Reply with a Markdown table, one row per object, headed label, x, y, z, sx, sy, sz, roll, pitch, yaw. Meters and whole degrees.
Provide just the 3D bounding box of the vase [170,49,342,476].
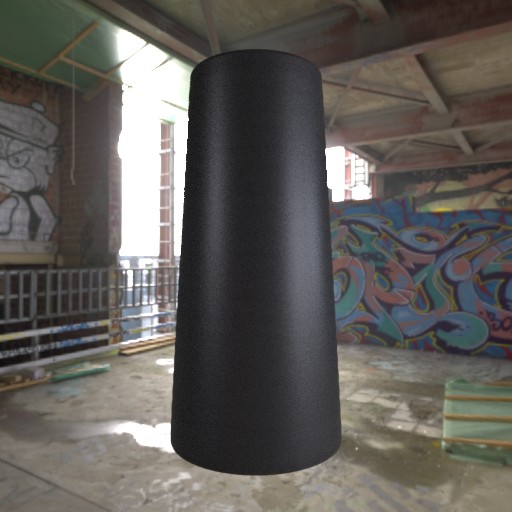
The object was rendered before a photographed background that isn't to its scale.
| label | x | y | z | sx | sy | sz | roll | pitch | yaw |
| --- | --- | --- | --- | --- | --- | --- | --- | --- | --- |
| vase | 0.000 | 0.000 | 0.359 | 0.136 | 0.289 | 0.136 | 0 | 0 | -37 |
